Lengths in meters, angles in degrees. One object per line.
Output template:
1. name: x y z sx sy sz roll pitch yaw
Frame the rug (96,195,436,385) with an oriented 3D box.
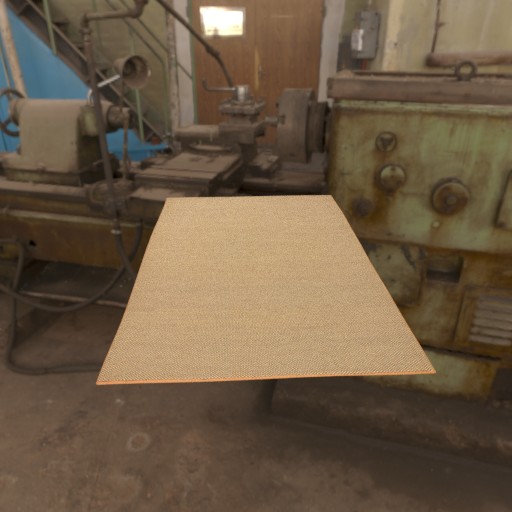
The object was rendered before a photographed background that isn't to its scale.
1. rug: 0.000 0.000 2.125 1.078 0.013 1.678 -1 27 -2
